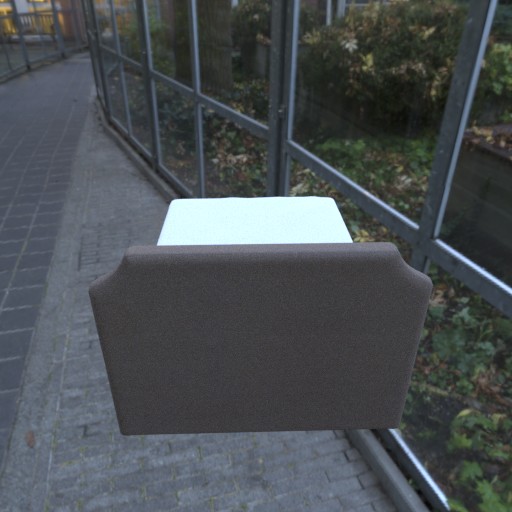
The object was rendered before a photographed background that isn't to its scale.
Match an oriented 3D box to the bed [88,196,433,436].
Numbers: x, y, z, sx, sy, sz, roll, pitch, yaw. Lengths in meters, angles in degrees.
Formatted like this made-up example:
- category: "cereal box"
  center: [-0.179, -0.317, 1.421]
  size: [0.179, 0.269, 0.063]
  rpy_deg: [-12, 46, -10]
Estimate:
- category: "bed"
  center: [0.000, 0.000, 3.263]
  size: [1.693, 1.290, 2.116]
  rpy_deg: [-1, 31, -1]
